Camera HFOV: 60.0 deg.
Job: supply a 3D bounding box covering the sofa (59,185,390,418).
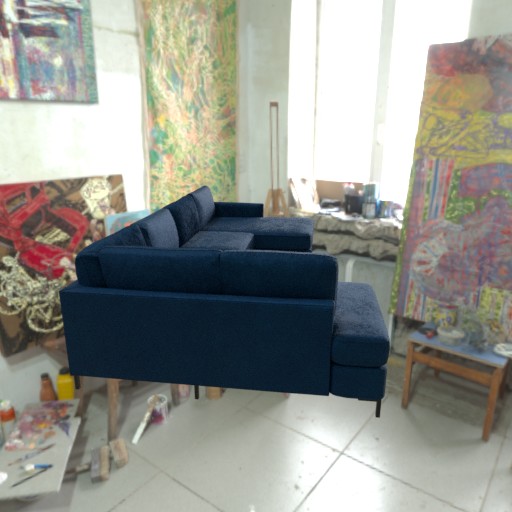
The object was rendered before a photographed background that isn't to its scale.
[{"bbox_3d":[0.000,0.000,4.319,2.055,0.992,3.434,2,17,7],"label":"sofa"}]
